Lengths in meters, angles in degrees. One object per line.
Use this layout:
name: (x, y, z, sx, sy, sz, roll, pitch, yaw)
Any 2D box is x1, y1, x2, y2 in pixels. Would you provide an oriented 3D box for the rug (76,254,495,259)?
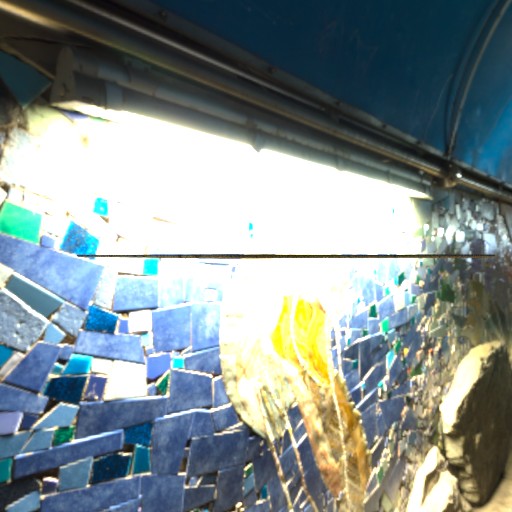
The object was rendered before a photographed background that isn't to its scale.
rug: (0.000, 0.000, 3.938, 2.399, 0.026, 3.000, 0, 0, -34)
